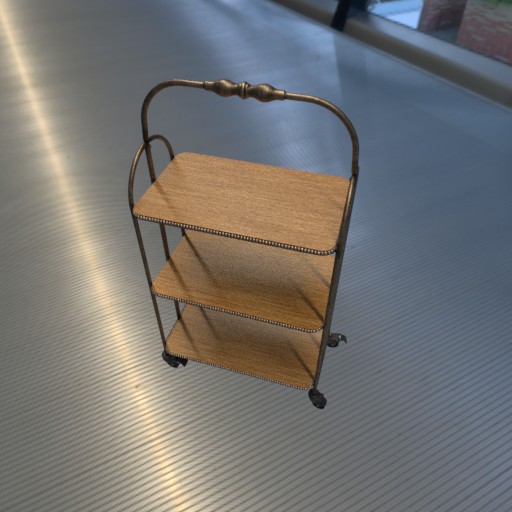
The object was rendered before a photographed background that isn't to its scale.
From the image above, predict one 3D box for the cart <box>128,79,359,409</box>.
[{"bbox_3d":[0.000,0.000,1.345,0.650,1.052,0.330,12,44,12],"label":"cart"}]
